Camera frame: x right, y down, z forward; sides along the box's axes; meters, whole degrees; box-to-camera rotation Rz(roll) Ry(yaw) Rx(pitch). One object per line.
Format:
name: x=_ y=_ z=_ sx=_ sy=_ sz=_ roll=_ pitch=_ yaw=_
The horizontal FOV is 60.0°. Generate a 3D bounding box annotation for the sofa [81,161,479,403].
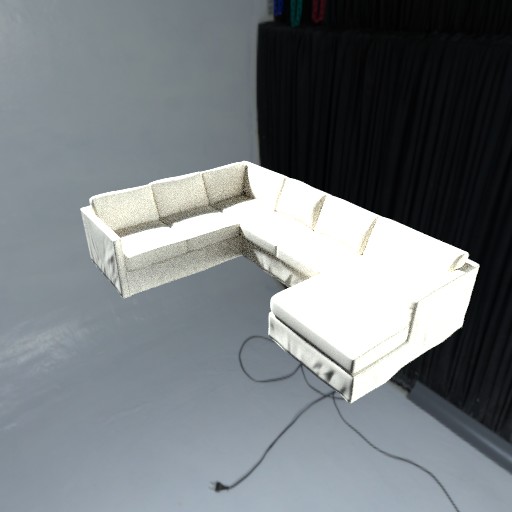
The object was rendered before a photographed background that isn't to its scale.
sofa: x=0.000 y=0.000 z=4.600 sx=2.427 sy=0.882 sz=3.460 roll=-20 pitch=35 yaw=-32
